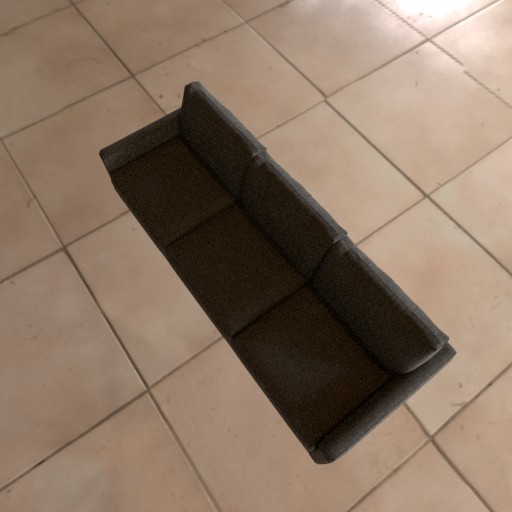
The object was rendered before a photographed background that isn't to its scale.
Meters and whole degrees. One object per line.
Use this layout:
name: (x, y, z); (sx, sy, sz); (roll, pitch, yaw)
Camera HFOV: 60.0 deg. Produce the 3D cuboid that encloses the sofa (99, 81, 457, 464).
sofa: (0.000, 0.000, 2.657); (0.876, 0.879, 2.253); (-34, 68, -15)
